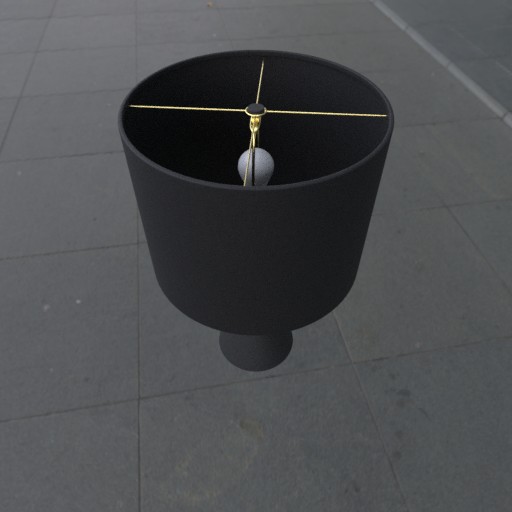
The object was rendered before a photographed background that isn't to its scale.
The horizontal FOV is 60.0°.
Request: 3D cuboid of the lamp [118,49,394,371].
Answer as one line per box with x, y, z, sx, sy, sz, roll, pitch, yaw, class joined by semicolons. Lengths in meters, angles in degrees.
0.000;0.000;0.798;0.359;0.584;0.359;3;47;3;lamp
